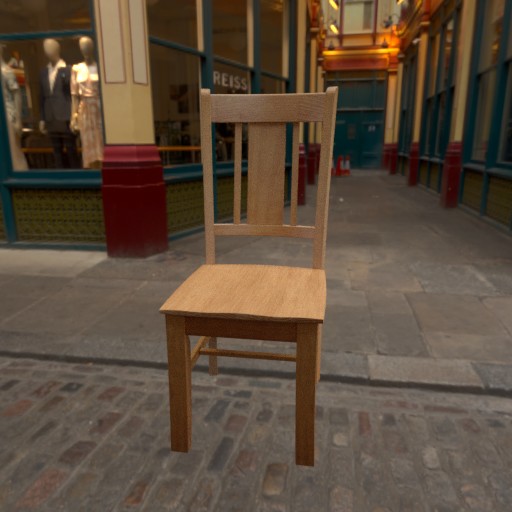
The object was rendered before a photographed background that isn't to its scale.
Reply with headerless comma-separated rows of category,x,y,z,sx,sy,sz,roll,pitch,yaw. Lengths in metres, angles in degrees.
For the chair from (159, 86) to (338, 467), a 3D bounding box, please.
chair,0.000,0.000,1.328,0.450,0.998,0.556,2,15,9
